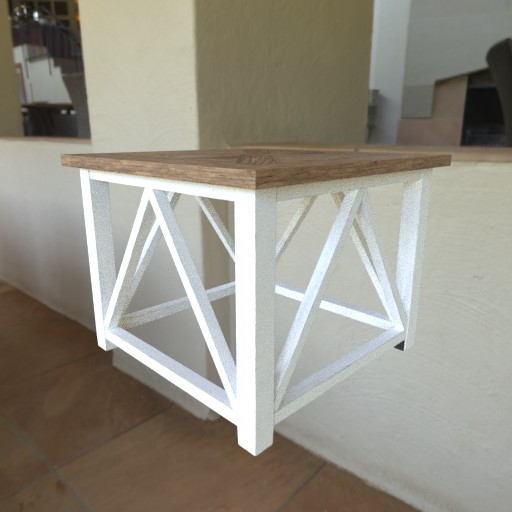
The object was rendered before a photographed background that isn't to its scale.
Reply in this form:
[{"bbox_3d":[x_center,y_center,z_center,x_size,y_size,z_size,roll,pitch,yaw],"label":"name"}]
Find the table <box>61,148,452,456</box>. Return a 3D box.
[{"bbox_3d":[0.000,0.000,1.190,0.700,0.532,0.700,-15,21,-43],"label":"table"}]
